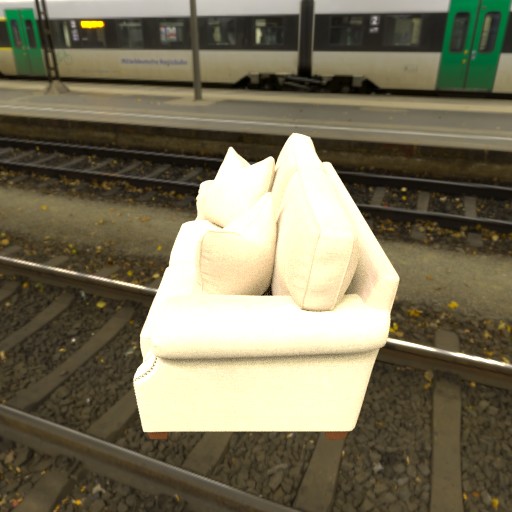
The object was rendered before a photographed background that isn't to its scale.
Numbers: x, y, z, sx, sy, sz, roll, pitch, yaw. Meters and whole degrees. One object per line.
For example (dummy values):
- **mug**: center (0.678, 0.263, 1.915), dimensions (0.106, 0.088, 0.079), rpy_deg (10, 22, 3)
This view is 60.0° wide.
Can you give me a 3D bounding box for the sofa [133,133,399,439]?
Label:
- **sofa**: center (0.000, 0.000, 2.297), dimensions (0.966, 0.966, 1.701), rpy_deg (0, 26, 0)
